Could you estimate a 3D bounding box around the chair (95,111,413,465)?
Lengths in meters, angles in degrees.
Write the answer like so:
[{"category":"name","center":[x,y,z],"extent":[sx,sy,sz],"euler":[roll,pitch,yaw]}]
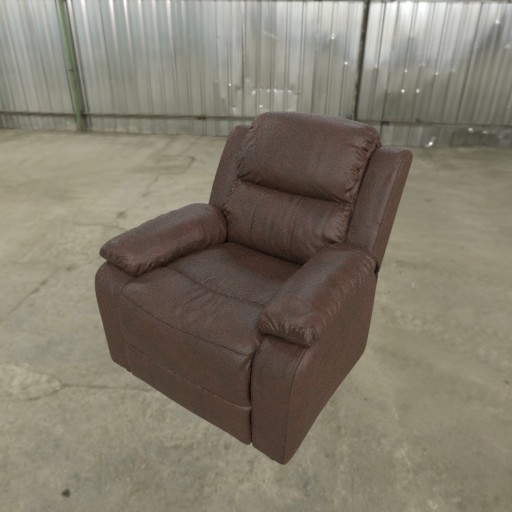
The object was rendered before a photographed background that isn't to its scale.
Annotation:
[{"category":"chair","center":[0.000,0.000,1.262],"extent":[0.680,0.702,0.707],"euler":[19,33,31]}]
